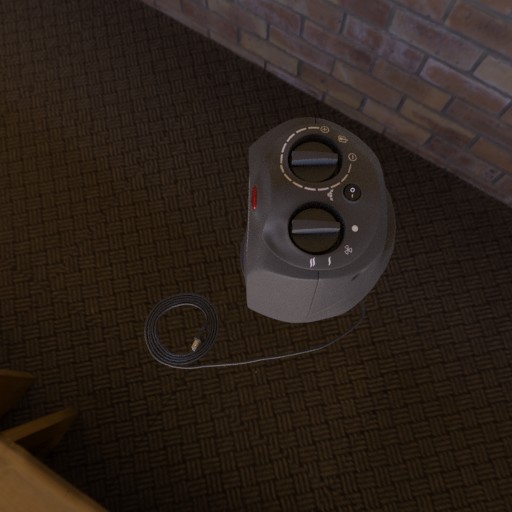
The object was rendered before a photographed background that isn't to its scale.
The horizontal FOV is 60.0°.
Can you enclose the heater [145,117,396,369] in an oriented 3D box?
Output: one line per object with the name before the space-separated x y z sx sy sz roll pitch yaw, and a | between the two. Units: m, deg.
heater | 0.000 0.000 0.482 0.291 0.255 0.239 1 75 0
